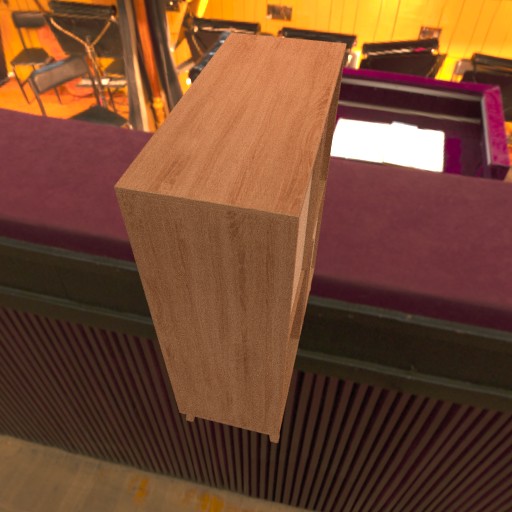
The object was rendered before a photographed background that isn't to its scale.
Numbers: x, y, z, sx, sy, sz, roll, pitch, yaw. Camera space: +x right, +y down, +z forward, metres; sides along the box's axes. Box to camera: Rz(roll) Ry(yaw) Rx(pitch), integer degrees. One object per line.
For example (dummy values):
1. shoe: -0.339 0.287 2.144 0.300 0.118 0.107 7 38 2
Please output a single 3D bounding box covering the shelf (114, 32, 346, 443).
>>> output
1. shelf: 0.000 0.000 1.857 0.450 1.390 1.000 10 47 10
